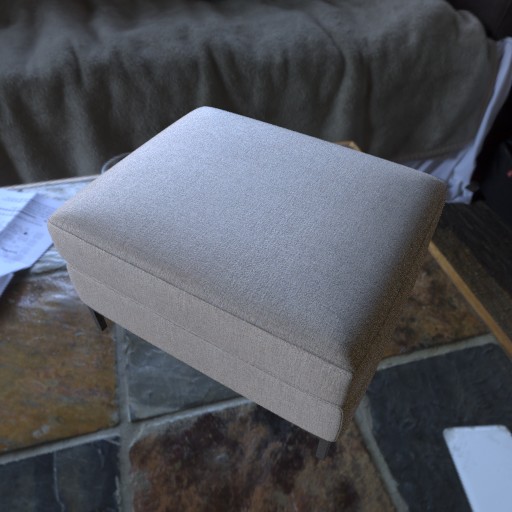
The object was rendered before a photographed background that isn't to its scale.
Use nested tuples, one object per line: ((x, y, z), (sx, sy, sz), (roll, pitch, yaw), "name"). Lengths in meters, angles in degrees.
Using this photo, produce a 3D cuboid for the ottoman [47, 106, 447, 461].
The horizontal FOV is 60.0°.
((0.000, 0.000, 1.233), (0.820, 0.490, 0.671), (23, 51, 21), "ottoman")
